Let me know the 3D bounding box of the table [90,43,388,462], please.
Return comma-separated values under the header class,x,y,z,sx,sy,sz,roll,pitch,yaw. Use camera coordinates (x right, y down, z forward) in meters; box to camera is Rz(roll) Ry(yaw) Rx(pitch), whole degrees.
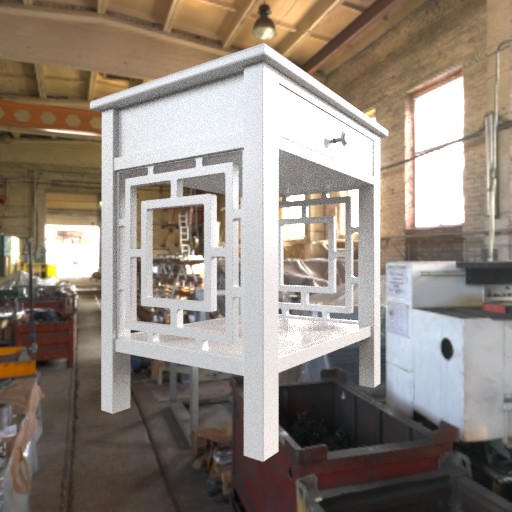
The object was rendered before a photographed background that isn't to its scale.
class,x,y,z,sx,sy,sz,roll,pitch,yaw
table,0.000,0.000,1.023,0.451,0.646,0.564,0,0,35
